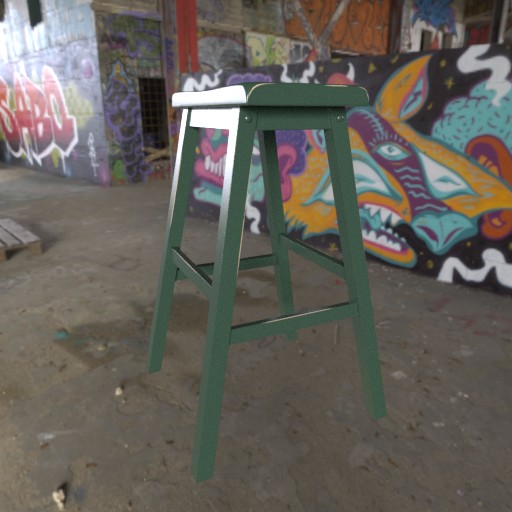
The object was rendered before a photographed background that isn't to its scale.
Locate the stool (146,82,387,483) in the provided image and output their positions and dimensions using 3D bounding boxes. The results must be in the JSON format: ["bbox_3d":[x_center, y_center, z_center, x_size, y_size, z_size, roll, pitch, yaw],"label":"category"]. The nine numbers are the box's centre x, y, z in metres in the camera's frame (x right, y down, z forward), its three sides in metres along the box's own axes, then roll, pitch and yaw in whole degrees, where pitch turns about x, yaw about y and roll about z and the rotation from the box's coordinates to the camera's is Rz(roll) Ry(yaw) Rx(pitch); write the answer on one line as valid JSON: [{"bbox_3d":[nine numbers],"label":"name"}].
[{"bbox_3d":[0.000,0.000,1.045,0.476,0.737,0.457,-8,20,-24],"label":"stool"}]
